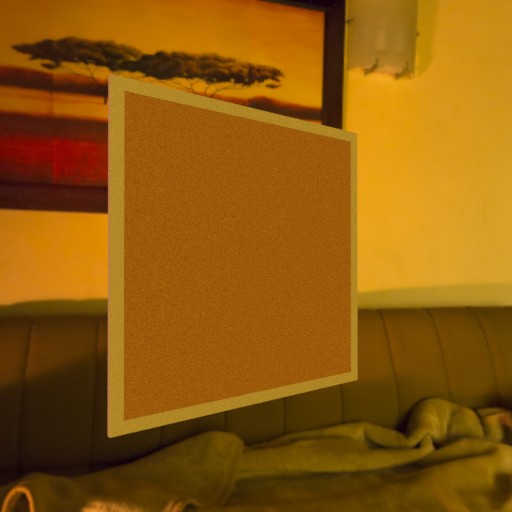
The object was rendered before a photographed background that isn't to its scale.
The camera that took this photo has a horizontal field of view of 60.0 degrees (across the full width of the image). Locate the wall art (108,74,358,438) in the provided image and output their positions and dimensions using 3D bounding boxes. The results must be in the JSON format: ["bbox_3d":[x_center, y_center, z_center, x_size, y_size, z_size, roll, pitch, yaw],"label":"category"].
[{"bbox_3d":[0.000,0.000,0.692,0.456,0.457,0.009,0,0,-36],"label":"wall art"}]
